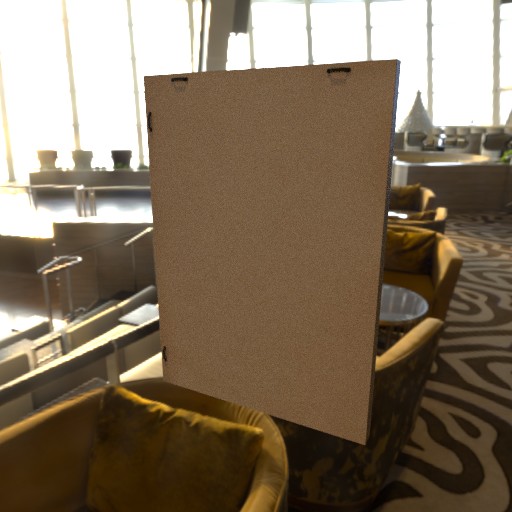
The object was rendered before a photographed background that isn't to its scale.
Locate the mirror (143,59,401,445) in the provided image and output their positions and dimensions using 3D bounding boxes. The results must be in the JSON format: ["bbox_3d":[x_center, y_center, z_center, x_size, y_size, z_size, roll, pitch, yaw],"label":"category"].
[{"bbox_3d":[0.000,0.000,0.908,0.507,0.710,0.040,8,18,26],"label":"mirror"}]
